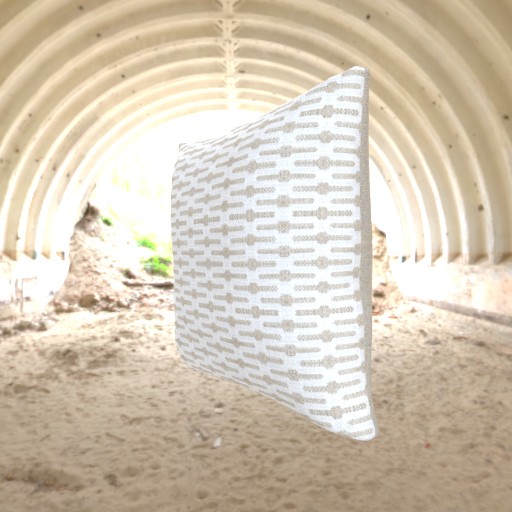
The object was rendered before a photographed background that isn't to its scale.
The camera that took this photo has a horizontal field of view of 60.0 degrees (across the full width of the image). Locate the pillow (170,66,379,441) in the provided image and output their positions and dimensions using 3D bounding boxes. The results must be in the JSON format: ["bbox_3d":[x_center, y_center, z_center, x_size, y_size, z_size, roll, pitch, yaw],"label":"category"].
[{"bbox_3d":[0.000,0.000,0.773,0.219,0.491,0.496,0,0,-37],"label":"pillow"}]
